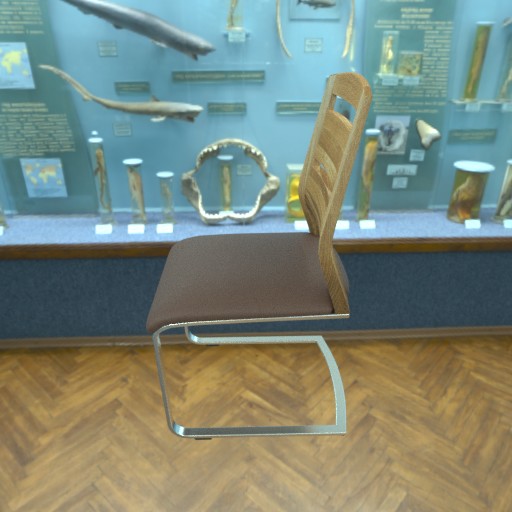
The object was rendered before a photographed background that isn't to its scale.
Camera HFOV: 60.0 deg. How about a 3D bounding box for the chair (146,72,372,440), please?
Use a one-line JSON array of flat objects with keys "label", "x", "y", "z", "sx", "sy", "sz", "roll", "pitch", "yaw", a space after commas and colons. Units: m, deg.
[{"label": "chair", "x": 0.000, "y": 0.000, "z": 1.270, "sx": 0.570, "sy": 0.970, "sz": 0.460, "roll": -1, "pitch": 27, "yaw": -1}]
